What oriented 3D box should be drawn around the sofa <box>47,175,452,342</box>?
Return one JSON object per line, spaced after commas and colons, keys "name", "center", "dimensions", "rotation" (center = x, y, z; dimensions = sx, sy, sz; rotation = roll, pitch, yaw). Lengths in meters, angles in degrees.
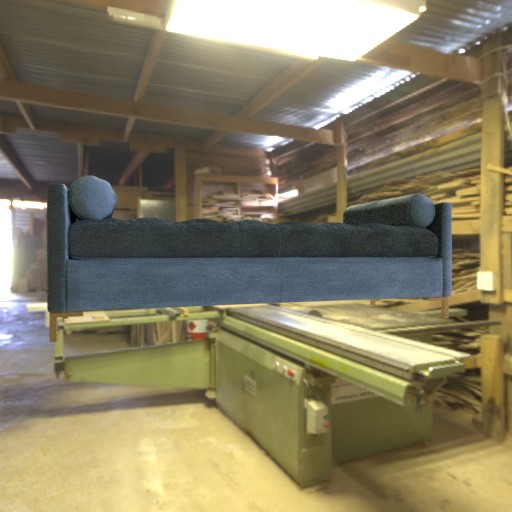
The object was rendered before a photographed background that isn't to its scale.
{"name": "sofa", "center": [0.000, 0.000, 2.512], "dimensions": [2.102, 0.705, 0.796], "rotation": [0, 0, -19]}
